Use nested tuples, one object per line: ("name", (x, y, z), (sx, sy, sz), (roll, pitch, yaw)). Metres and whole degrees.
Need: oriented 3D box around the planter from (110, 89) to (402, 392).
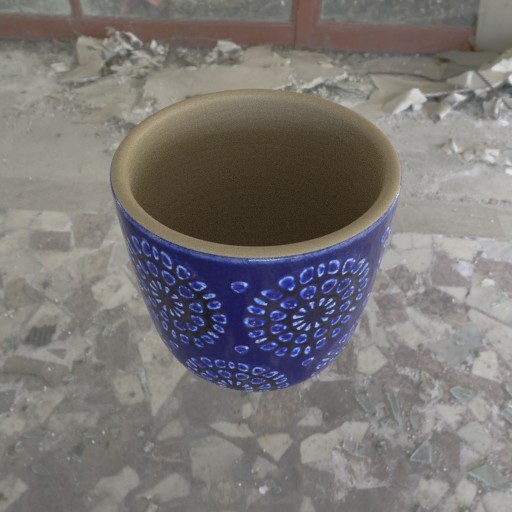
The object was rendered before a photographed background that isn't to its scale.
("planter", (0.000, 0.000, 0.206), (0.109, 0.112, 0.109), (0, 46, 0))
